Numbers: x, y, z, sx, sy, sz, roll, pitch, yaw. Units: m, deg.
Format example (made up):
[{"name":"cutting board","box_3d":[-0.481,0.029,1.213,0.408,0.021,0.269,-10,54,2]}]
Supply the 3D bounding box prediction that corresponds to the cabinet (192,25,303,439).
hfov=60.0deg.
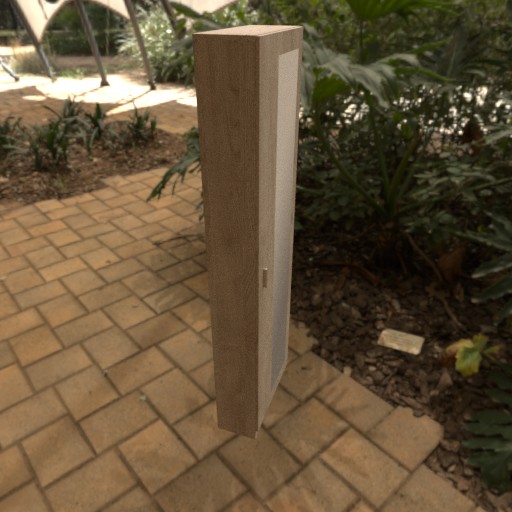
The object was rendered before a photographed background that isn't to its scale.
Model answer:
[{"name":"cabinet","box_3d":[0.000,0.000,1.964,0.230,1.790,0.500,10,32,17]}]
